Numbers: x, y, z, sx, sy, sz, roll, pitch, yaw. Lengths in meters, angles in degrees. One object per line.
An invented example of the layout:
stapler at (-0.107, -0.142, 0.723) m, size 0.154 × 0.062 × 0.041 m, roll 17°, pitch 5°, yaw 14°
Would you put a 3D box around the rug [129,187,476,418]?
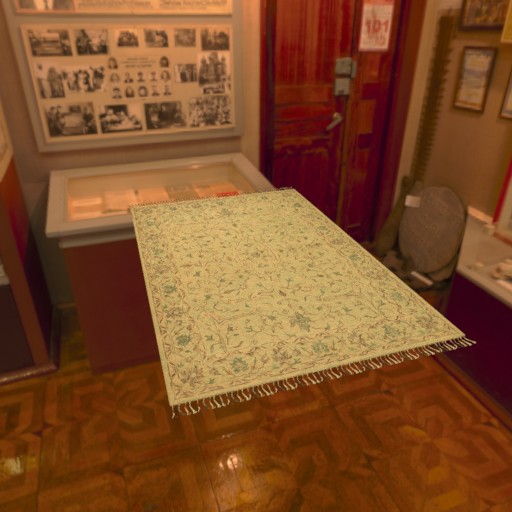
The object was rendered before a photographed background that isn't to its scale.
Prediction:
rug at (0.000, 0.000, 3.022) m, size 1.544 × 0.010 × 2.435 m, roll -9°, pitch 30°, yaw -16°
